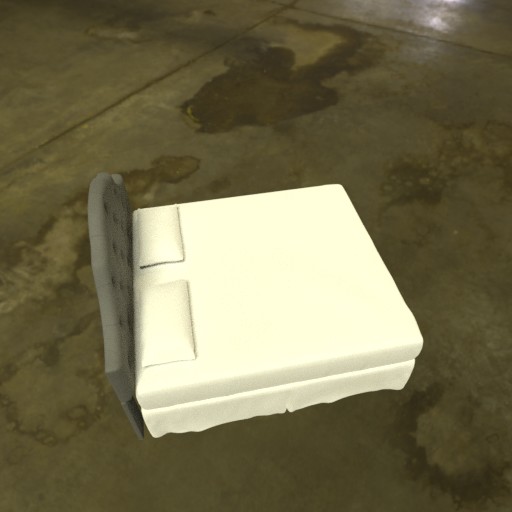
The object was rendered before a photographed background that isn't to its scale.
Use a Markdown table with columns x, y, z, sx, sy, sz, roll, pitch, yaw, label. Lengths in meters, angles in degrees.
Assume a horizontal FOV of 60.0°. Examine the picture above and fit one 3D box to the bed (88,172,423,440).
| x | y | z | sx | sy | sz | roll | pitch | yaw | label |
| --- | --- | --- | --- | --- | --- | --- | --- | --- | --- |
| 0.000 | 0.000 | 3.598 | 2.214 | 1.615 | 2.008 | -8 | 48 | -8 | bed |
